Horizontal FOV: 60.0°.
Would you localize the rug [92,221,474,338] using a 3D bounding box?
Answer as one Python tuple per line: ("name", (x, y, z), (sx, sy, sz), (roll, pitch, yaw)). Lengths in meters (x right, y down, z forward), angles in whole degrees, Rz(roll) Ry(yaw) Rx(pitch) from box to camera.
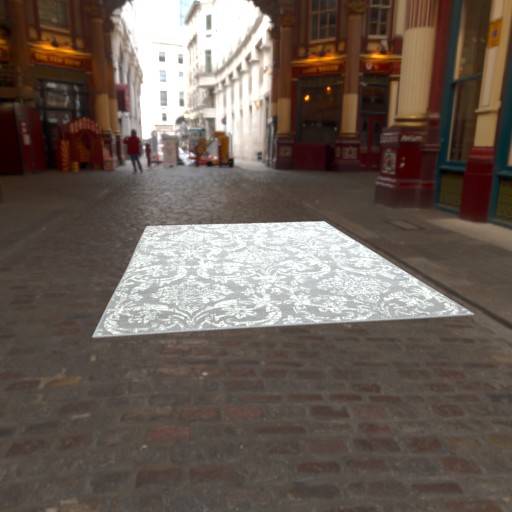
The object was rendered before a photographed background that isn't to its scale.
("rug", (0.000, 0.000, 2.846), (1.578, 0.014, 2.206), (-2, 15, -8))
